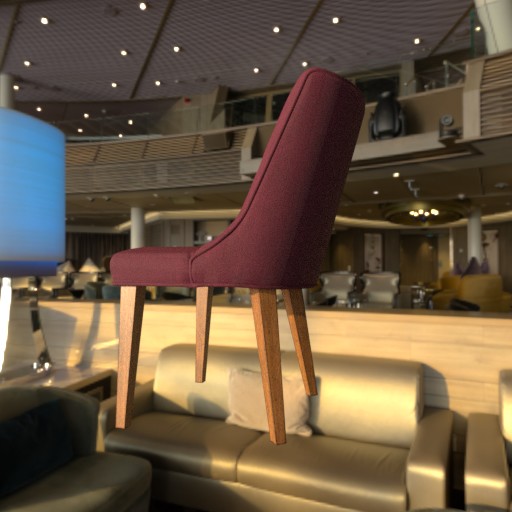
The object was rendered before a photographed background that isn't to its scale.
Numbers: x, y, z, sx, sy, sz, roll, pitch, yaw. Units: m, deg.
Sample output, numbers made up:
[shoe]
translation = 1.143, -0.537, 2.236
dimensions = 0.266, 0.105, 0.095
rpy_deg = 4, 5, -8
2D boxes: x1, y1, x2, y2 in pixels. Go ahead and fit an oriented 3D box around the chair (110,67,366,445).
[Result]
[chair]
translation = 0.000, 0.000, 1.325
dimensions = 0.638, 0.916, 0.548
rpy_deg = 0, -1, 18
